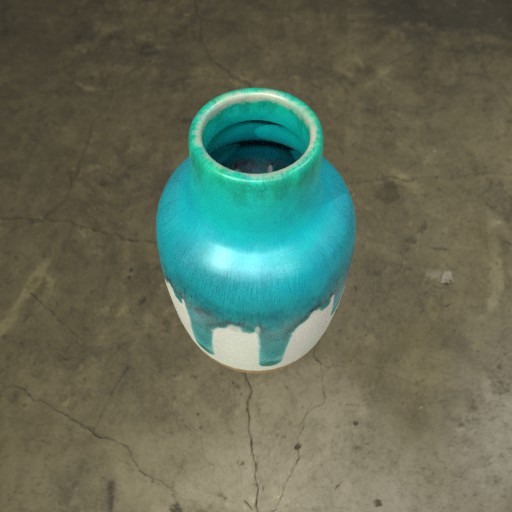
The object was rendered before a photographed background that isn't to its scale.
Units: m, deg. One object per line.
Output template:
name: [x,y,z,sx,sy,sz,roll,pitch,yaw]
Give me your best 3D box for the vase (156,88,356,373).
vase: [0.000,0.000,0.255,0.106,0.192,0.106,0,59,0]
